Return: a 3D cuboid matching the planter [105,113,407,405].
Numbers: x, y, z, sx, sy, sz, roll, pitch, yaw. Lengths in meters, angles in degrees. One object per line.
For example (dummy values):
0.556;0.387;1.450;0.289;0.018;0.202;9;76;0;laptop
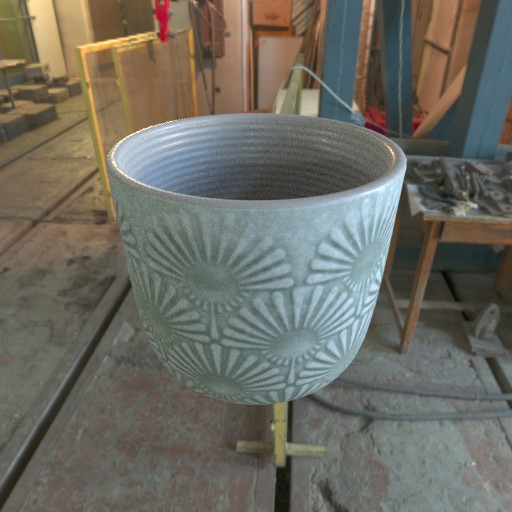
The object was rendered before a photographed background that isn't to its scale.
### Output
0.000;0.000;0.217;0.124;0.109;0.124;0;31;0;planter
